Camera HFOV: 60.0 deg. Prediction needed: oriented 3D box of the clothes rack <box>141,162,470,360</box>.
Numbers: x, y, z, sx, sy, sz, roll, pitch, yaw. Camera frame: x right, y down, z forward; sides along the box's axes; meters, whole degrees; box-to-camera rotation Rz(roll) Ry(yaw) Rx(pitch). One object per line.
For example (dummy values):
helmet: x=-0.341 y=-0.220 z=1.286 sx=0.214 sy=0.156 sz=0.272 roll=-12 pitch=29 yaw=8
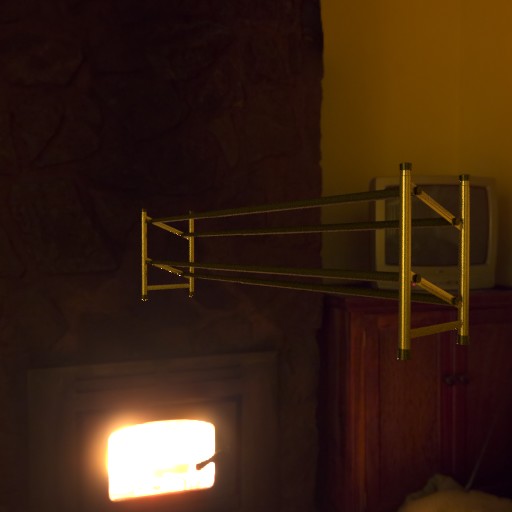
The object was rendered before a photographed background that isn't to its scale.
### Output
clothes rack: x=0.000 y=0.000 z=1.306 sx=0.229 sy=0.349 sz=1.168 roll=-1 pitch=1 yaw=-37
